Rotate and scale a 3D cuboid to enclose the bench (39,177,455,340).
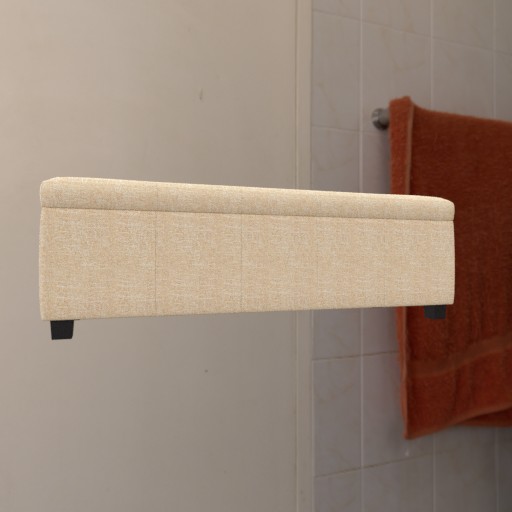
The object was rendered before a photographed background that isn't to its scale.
[{"bbox_3d":[0.000,0.000,1.431,1.219,0.406,0.432,0,0,-19],"label":"bench"}]
